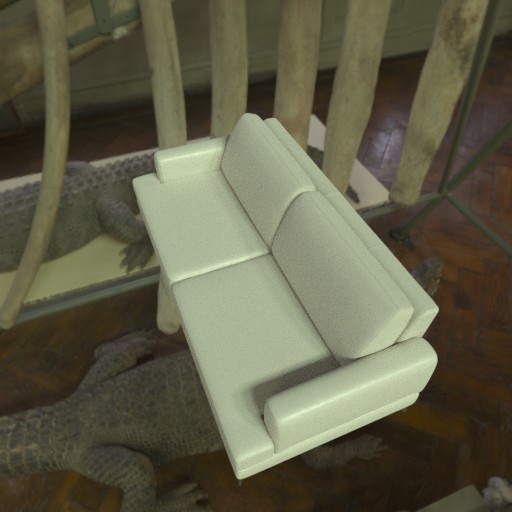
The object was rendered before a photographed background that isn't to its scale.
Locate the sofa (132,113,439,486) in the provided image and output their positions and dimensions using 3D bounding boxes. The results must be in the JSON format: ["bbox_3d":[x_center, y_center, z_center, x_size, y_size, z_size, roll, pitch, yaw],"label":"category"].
[{"bbox_3d":[0.000,0.000,2.407,0.974,0.765,1.940,-17,49,-15],"label":"sofa"}]
